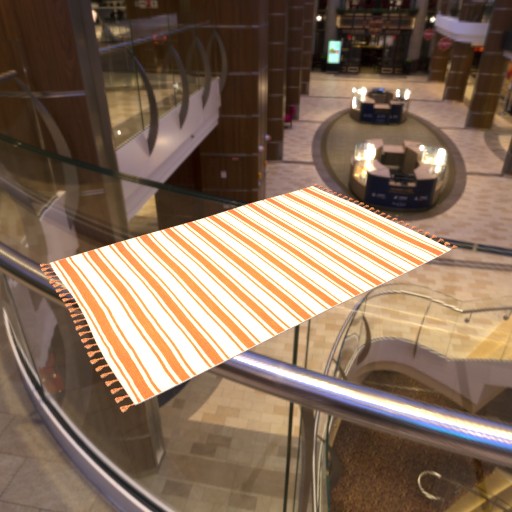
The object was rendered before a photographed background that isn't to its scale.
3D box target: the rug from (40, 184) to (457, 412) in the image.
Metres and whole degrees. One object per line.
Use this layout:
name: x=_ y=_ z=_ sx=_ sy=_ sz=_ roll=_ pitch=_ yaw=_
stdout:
rug: x=0.000 y=0.000 z=2.547 sx=2.092 sy=0.017 sz=1.232 roll=-20 pitch=36 yaw=-30
